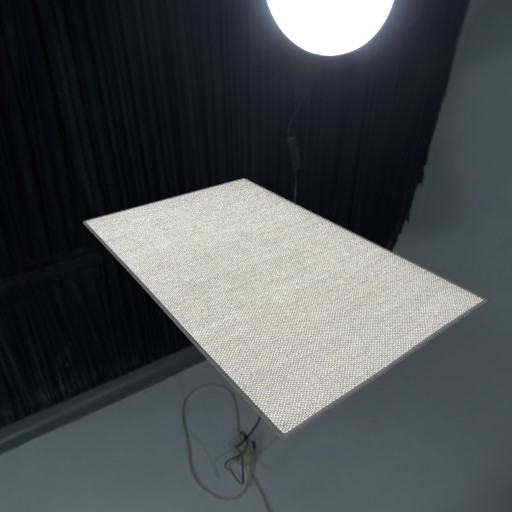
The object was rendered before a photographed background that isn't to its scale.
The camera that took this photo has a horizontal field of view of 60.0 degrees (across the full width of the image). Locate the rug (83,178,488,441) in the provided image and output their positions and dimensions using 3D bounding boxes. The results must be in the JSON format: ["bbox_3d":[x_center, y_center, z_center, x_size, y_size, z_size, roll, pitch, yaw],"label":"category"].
[{"bbox_3d":[0.000,0.000,2.064,1.067,0.013,1.676,-21,37,-31],"label":"rug"}]
